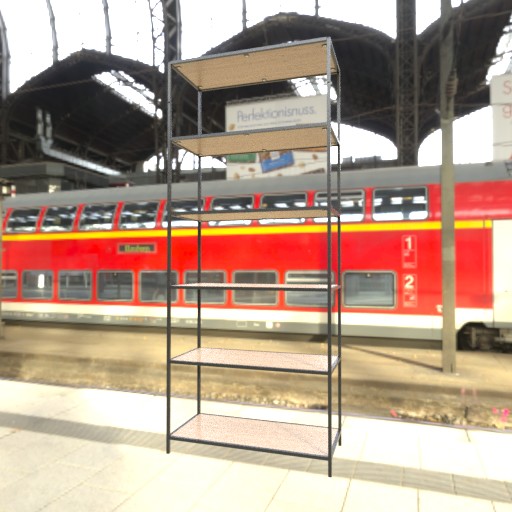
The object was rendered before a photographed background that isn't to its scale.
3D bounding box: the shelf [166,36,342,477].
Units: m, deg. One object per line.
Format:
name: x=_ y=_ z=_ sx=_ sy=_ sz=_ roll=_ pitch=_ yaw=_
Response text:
shelf: x=0.000 y=0.000 z=2.141 sx=0.770 sy=1.850 sz=0.350 roll=0 pitch=-1 yaw=18
